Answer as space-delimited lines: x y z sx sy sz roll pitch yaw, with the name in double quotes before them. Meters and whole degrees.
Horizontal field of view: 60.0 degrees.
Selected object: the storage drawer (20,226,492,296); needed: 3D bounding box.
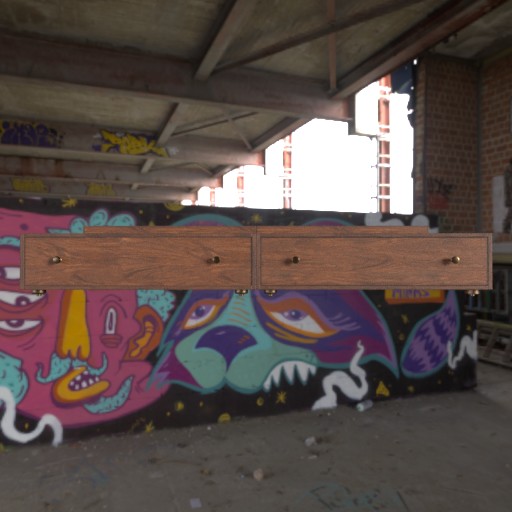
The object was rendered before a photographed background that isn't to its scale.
"storage drawer" 0.000 0.000 2.161 1.914 0.339 0.774 0 -1 0
